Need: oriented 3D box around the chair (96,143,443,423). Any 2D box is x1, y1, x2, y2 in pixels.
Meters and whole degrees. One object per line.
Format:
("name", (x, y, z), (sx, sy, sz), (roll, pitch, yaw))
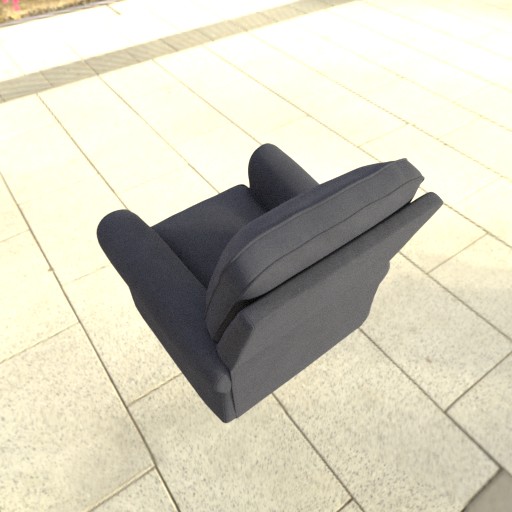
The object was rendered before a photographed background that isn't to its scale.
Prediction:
("chair", (0.000, 0.000, 1.652), (0.890, 0.961, 0.878), (-30, 54, -24))
